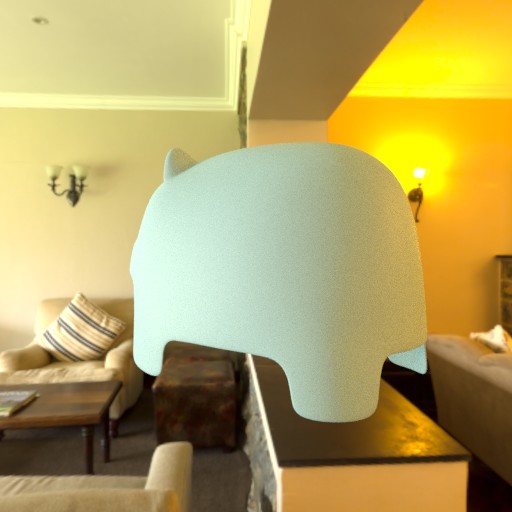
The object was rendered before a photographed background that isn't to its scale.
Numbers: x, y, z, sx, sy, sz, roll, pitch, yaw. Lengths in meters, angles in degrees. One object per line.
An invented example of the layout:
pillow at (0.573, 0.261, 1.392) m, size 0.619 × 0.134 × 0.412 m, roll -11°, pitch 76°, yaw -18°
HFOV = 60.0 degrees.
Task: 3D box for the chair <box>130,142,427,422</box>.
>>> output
chair at (0.000, 0.000, 0.846) m, size 0.619 × 0.423 × 0.364 m, roll 1°, pitch 1°, yaw 37°
